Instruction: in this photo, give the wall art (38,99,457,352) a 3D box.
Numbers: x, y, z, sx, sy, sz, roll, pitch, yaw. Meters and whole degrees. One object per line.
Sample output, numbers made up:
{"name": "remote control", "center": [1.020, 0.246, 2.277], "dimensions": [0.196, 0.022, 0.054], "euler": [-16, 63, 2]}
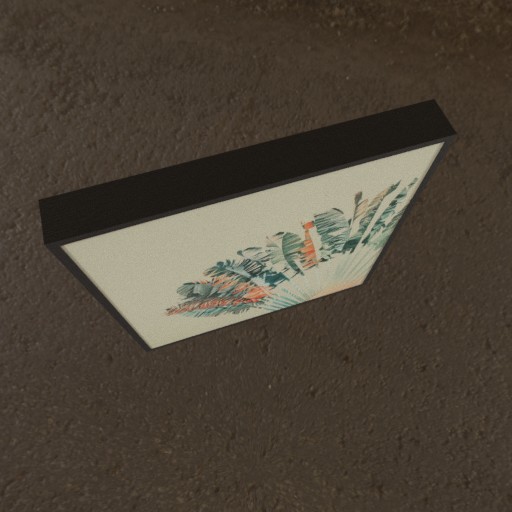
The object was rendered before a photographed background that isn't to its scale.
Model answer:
{"name": "wall art", "center": [0.000, 0.000, 0.452], "dimensions": [0.302, 0.300, 0.036], "euler": [-16, 66, -8]}
